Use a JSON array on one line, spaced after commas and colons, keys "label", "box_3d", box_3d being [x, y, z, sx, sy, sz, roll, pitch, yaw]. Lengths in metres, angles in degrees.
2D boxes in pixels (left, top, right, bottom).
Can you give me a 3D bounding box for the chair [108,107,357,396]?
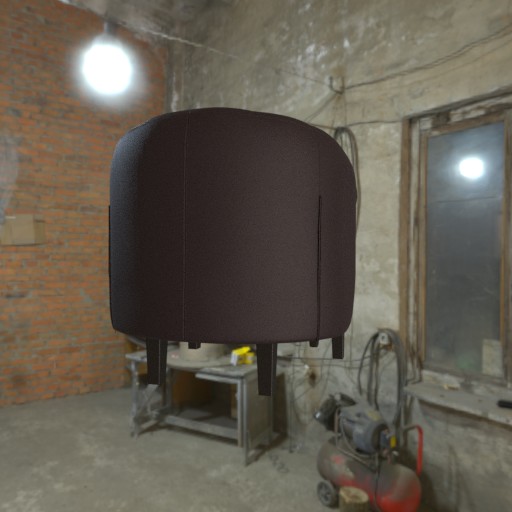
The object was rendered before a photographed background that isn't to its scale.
[{"label": "chair", "box_3d": [0.000, 0.000, 1.680, 0.763, 0.760, 1.191, 0, -1, 18]}]
